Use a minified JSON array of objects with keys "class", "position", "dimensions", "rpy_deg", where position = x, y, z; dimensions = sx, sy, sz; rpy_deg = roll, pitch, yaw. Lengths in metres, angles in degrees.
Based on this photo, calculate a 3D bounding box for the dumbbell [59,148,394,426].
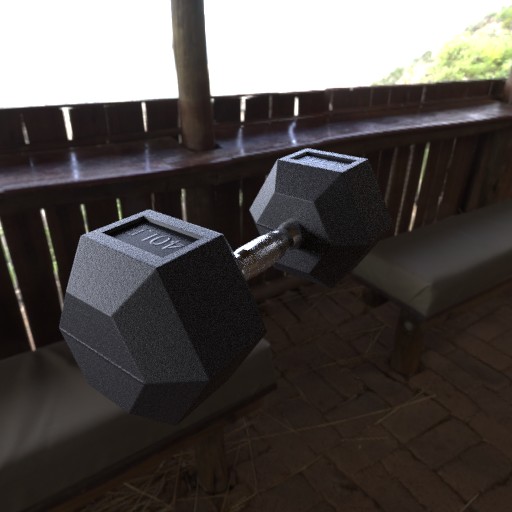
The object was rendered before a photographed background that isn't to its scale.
[{"class":"dumbbell","position":[0.000,0.000,0.432],"dimensions":[0.157,0.137,0.361],"rpy_deg":[19,33,32]}]
